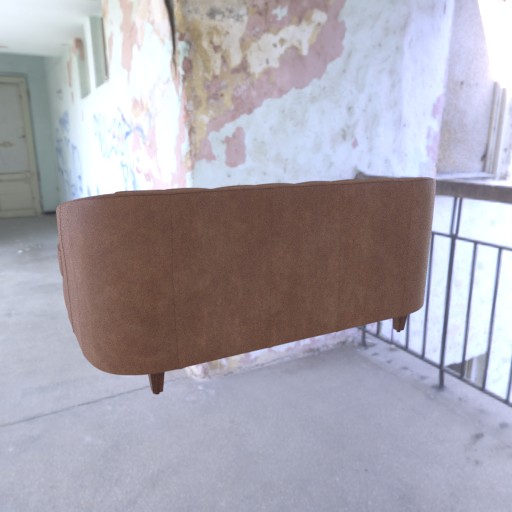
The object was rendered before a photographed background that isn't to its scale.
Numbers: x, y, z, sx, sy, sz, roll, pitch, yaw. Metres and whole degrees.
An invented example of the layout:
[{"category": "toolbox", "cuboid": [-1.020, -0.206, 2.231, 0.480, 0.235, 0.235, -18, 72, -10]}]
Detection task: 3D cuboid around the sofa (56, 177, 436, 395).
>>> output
[{"category": "sofa", "cuboid": [0.000, 0.000, 2.202, 1.755, 0.786, 0.914, -7, 16, -26]}]
